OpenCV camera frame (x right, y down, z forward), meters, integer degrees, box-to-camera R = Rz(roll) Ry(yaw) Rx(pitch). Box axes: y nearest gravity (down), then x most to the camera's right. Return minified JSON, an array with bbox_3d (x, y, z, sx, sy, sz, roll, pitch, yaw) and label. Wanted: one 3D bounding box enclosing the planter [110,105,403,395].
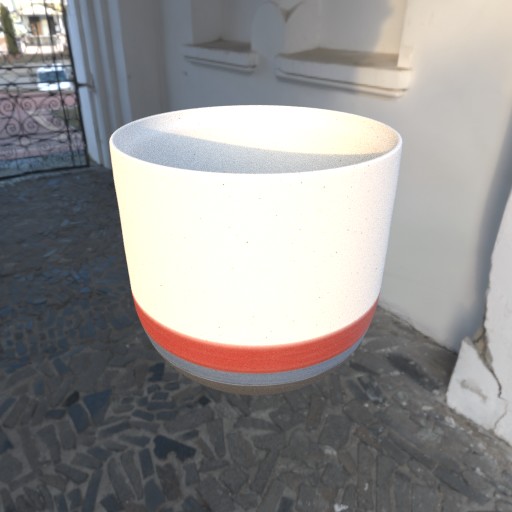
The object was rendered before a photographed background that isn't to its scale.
[{"bbox_3d":[0.000,0.000,0.482,0.268,0.270,0.268,0,29,0],"label":"planter"}]
